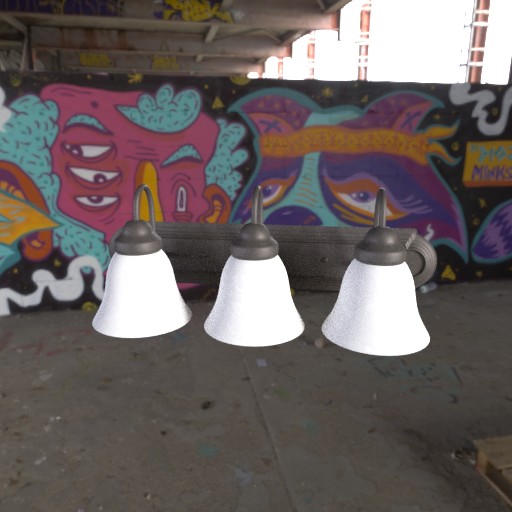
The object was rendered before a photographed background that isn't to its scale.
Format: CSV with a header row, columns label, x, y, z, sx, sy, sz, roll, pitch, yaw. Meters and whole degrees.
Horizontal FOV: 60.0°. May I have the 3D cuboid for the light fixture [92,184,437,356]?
label,x,y,z,sx,sy,sz,roll,pitch,yaw
light fixture,0.000,0.000,0.718,0.610,0.222,0.199,2,15,8
